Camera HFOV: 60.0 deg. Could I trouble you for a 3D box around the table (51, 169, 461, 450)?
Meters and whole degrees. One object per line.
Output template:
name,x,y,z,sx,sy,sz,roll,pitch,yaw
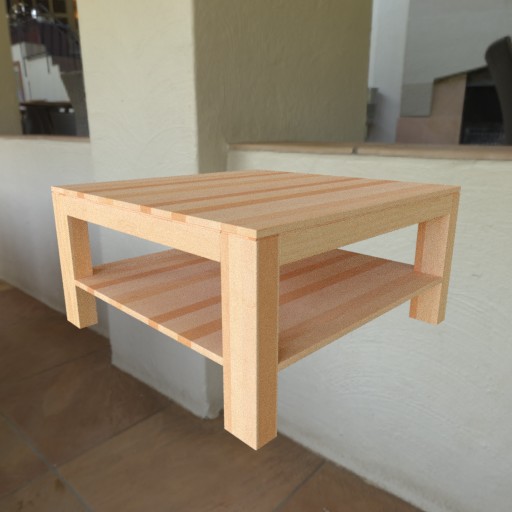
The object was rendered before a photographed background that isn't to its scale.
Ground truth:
table,0.000,0.000,1.436,0.900,0.450,0.900,15,22,43
